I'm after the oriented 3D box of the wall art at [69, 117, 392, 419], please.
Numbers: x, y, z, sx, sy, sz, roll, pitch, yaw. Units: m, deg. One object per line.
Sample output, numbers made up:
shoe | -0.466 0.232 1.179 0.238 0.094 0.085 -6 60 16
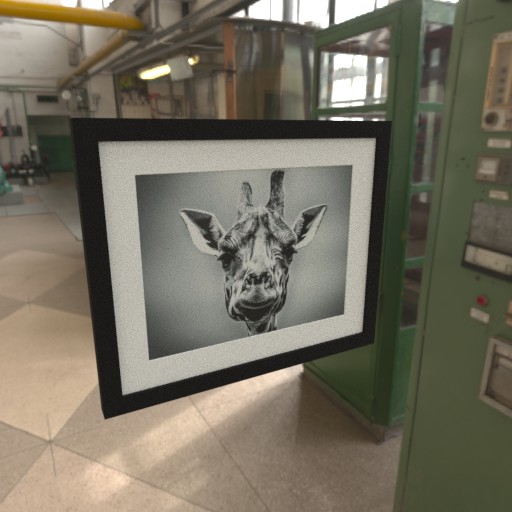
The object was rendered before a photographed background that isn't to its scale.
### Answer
wall art | 0.000 0.000 0.777 0.558 0.457 0.031 -8 18 -27
